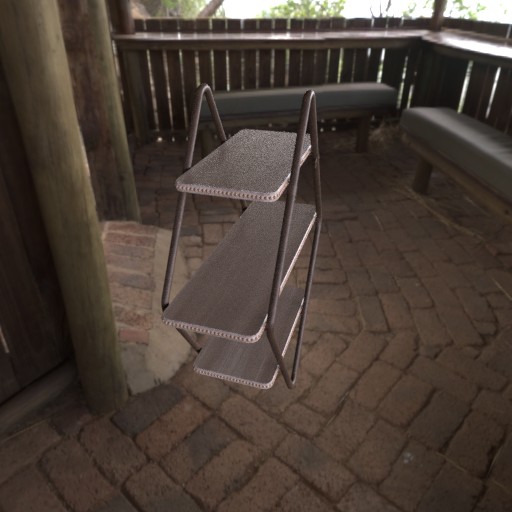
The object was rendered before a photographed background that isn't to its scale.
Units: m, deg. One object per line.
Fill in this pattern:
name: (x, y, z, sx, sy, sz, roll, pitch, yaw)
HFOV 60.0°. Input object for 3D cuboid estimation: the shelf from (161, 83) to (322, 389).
shelf: (0.000, 0.000, 1.065, 0.234, 0.774, 0.609, 9, 32, 15)
